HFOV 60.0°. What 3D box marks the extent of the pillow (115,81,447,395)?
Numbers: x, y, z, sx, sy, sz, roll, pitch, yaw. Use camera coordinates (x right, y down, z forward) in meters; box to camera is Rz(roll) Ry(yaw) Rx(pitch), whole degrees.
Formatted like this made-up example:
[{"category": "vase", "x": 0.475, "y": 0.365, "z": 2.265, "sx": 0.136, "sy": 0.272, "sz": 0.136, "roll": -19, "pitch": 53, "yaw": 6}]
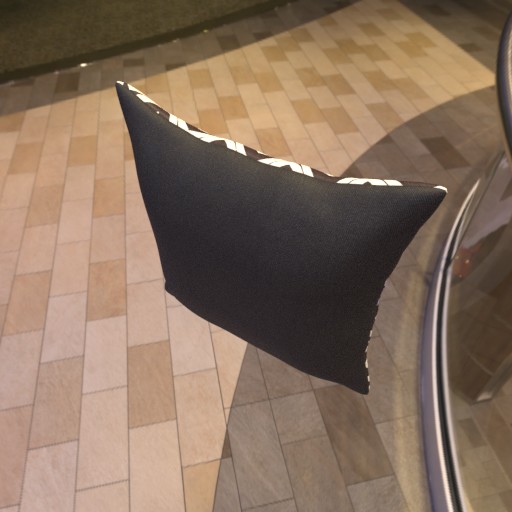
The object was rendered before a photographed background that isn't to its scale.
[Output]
[{"category": "pillow", "x": 0.000, "y": 0.000, "z": 0.762, "sx": 0.504, "sy": 0.494, "sz": 0.188, "roll": 24, "pitch": 51, "yaw": 21}]
